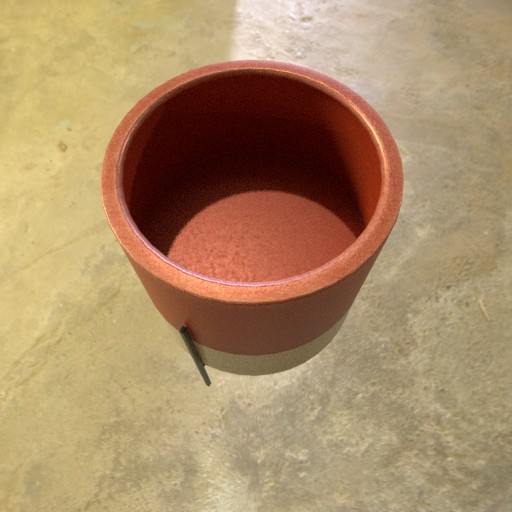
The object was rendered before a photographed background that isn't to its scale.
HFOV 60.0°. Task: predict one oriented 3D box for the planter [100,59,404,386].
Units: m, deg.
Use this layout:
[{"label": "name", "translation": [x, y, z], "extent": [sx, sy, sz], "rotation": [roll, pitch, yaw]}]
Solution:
[{"label": "planter", "translation": [0.000, 0.000, 0.707], "extent": [0.354, 0.465, 0.345], "rotation": [-1, 63, -1]}]
